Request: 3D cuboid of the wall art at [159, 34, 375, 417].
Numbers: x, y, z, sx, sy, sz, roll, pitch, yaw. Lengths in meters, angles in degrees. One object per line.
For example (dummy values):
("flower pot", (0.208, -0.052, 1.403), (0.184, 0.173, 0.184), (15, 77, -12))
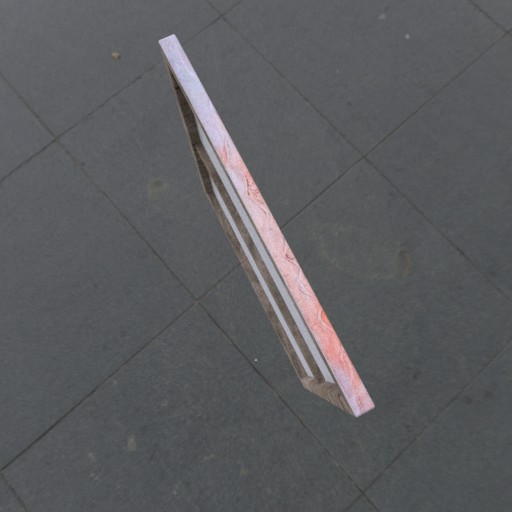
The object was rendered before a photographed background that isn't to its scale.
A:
("wall art", (0.000, 0.000, 1.115), (0.035, 0.747, 0.747), (-26, 78, -6))
